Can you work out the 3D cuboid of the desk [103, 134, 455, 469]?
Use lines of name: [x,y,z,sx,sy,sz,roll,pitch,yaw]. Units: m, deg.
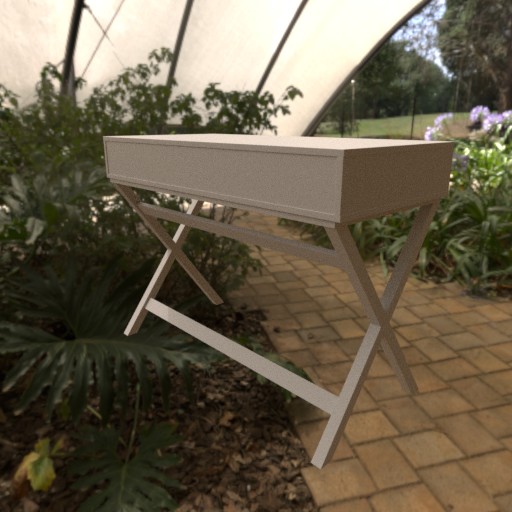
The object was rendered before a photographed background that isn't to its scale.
desk: [0.000,0.000,1.522,0.525,0.780,1.057,-15,23,-41]
